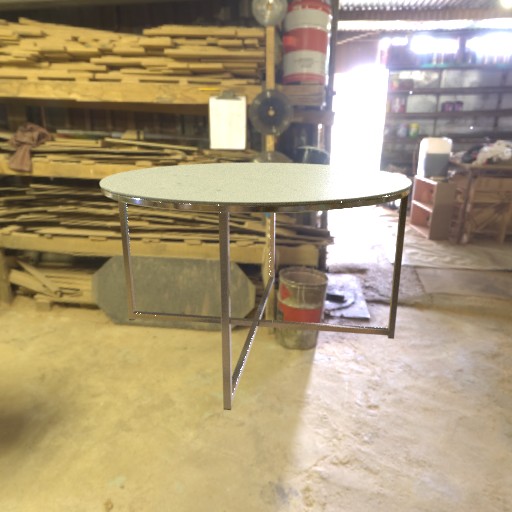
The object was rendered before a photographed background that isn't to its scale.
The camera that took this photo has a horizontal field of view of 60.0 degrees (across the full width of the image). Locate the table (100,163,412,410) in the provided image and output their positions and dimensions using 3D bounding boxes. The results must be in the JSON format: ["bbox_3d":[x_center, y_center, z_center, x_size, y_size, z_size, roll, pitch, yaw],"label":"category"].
[{"bbox_3d":[0.000,0.000,1.261,0.800,0.450,0.800,0,17,0],"label":"table"}]
